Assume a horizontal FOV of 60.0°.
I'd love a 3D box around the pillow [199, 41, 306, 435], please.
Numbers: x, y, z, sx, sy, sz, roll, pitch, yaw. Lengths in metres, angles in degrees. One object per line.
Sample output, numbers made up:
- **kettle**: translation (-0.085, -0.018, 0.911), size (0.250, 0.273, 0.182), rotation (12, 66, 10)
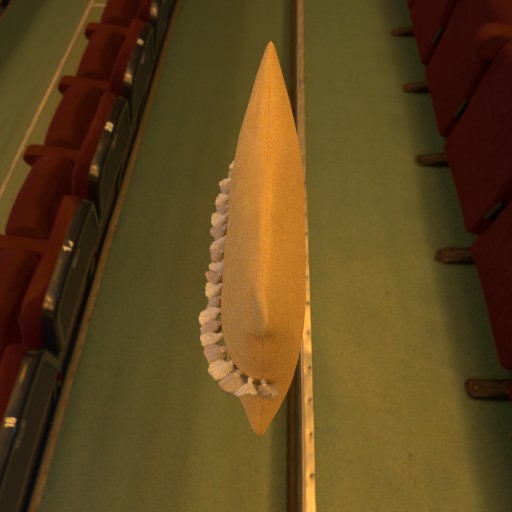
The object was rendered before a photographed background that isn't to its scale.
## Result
- **pillow**: translation (0.000, 0.000, 0.745), size (0.167, 0.481, 0.485), rotation (2, 57, 1)
